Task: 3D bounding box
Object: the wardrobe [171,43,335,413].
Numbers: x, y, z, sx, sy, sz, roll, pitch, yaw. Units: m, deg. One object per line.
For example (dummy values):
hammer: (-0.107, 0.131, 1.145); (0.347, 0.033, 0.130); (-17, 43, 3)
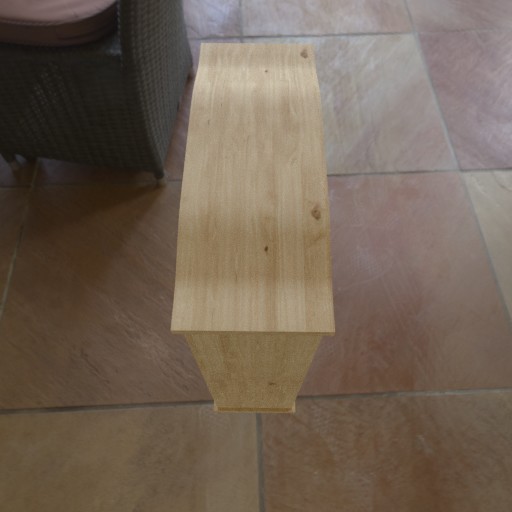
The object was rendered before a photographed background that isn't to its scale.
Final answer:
wardrobe: (0.000, 0.000, 2.633); (0.570, 1.870, 1.500); (1, 62, 0)
